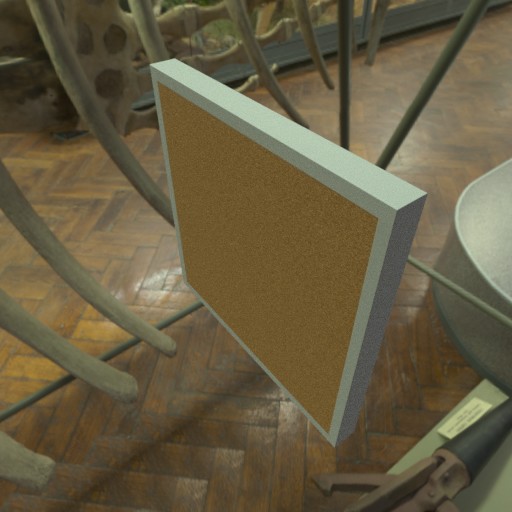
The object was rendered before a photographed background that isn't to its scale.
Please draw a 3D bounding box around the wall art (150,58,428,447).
[{"bbox_3d":[0.000,0.000,0.605,0.038,0.406,0.406,-27,49,-27],"label":"wall art"}]
